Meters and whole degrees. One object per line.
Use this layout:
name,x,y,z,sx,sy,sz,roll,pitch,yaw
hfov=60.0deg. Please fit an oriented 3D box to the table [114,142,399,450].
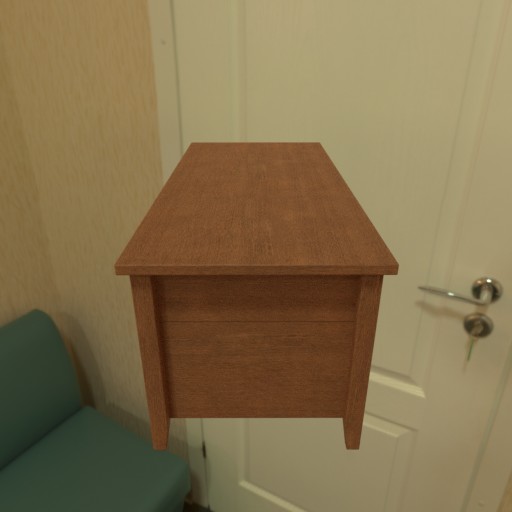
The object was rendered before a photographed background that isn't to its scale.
table,0.000,0.000,1.305,0.483,0.457,1.016,0,26,0
